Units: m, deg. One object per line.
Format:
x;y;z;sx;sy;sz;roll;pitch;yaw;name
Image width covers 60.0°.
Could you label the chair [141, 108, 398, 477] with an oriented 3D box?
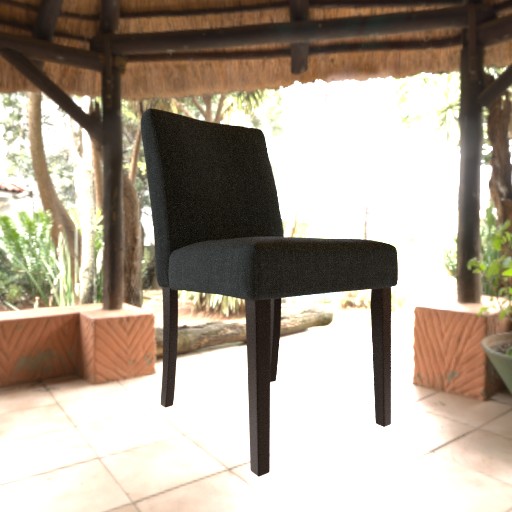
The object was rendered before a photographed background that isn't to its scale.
0.000;0.000;1.262;0.487;0.884;0.629;-1;2;-37;chair
